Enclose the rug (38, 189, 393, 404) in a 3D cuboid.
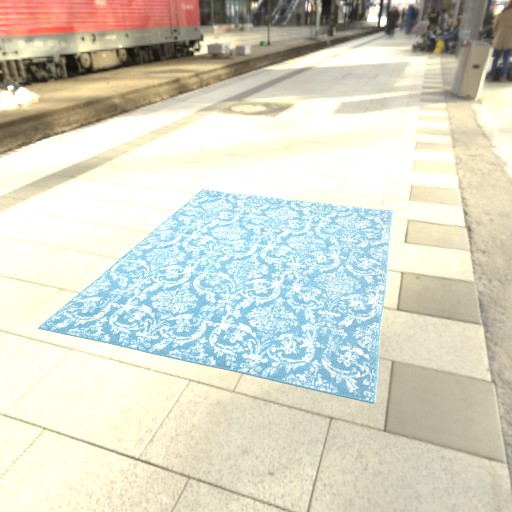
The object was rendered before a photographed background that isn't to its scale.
[{"bbox_3d":[0.000,0.000,4.119,2.363,0.012,2.980,8,30,15],"label":"rug"}]
